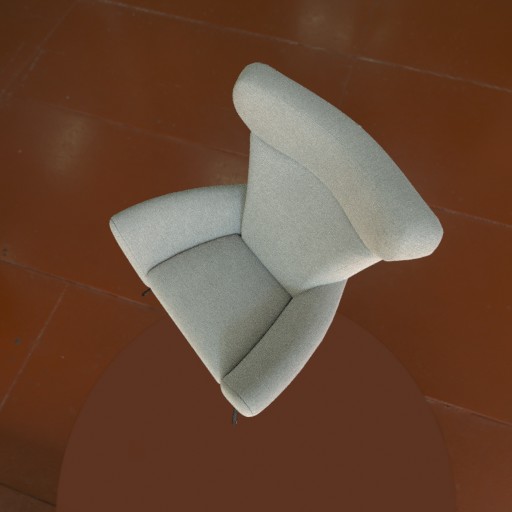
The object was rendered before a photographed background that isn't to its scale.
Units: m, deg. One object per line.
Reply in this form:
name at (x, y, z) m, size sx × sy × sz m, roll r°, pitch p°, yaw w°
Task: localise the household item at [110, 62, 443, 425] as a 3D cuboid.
household item at (0.000, 0.000, 1.812) m, size 0.900 × 1.050 × 0.980 m, roll -35°, pitch 69°, yaw -16°
